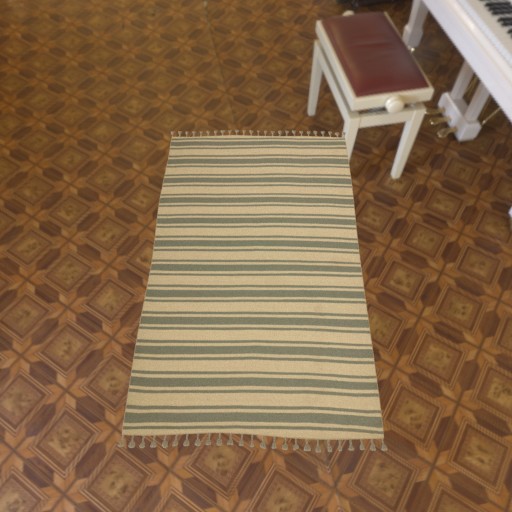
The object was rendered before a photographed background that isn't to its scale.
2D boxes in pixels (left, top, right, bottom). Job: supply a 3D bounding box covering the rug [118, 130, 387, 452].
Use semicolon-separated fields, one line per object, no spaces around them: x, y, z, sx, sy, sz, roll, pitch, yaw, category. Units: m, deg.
0.000;0.000;2.556;1.222;0.009;2.084;1;58;0;rug
